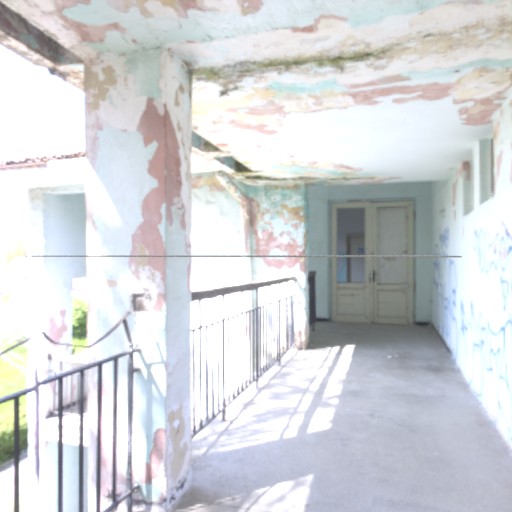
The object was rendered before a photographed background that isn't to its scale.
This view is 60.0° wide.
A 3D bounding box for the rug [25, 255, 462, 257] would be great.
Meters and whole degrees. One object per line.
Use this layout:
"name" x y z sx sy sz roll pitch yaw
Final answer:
"rug" 0.000 0.000 2.321 1.828 0.005 1.219 0 0 18
